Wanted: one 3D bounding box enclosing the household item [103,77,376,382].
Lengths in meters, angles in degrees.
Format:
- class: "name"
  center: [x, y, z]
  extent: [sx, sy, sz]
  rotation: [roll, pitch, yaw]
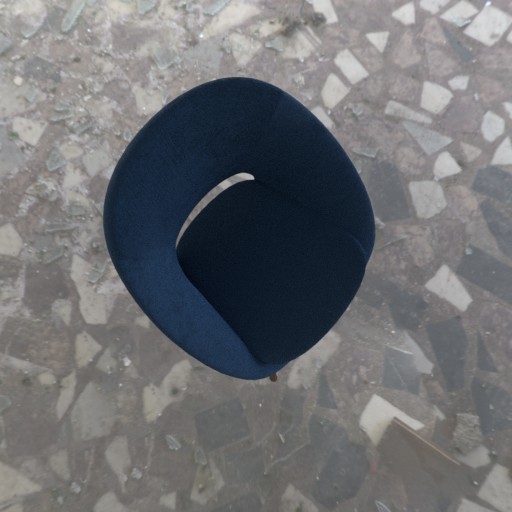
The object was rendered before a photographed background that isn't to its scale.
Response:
- class: "household item"
  center: [0.000, 0.000, 1.251]
  extent: [0.573, 0.852, 0.623]
  rotation: [40, 79, 9]
